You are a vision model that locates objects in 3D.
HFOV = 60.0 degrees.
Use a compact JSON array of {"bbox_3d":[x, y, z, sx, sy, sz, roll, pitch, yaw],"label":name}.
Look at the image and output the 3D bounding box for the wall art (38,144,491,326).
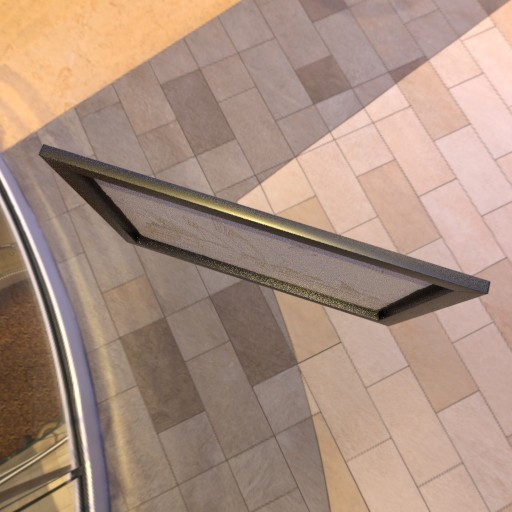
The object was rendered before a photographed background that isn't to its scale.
[{"bbox_3d":[0.000,0.000,0.562,0.440,0.306,0.013,18,76,4],"label":"wall art"}]
